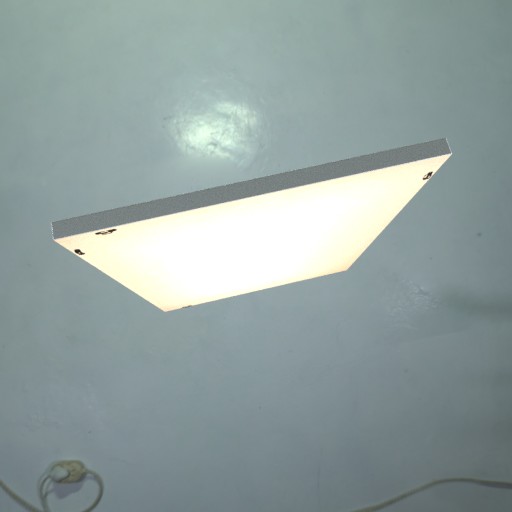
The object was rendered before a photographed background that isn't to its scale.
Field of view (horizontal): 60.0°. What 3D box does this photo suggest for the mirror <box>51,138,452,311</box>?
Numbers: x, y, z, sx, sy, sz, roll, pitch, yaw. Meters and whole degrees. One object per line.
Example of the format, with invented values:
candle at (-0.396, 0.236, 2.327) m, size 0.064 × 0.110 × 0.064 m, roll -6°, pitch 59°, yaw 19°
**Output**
mirror at (0.000, 0.000, 1.321) m, size 0.762 × 1.016 × 0.040 m, roll -13°, pitch 76°, yaw -3°
